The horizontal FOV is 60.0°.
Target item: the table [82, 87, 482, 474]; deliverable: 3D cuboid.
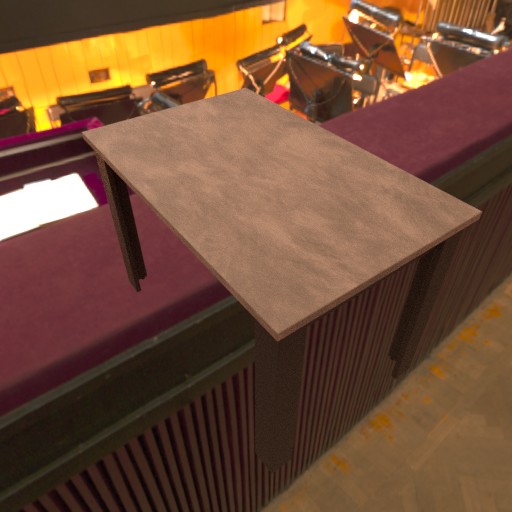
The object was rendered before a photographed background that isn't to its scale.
[{"bbox_3d":[0.000,0.000,1.608,0.700,0.734,1.100,-26,48,-26],"label":"table"}]
